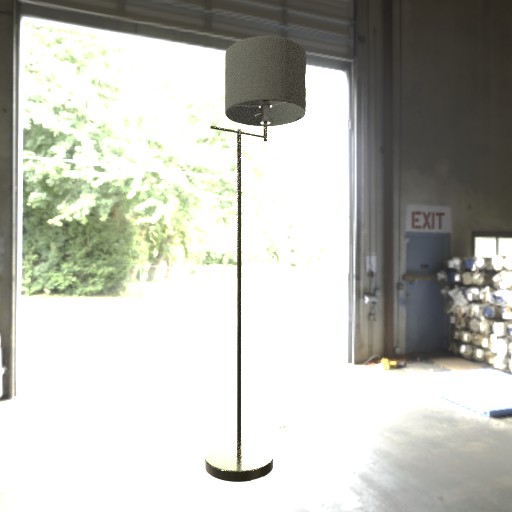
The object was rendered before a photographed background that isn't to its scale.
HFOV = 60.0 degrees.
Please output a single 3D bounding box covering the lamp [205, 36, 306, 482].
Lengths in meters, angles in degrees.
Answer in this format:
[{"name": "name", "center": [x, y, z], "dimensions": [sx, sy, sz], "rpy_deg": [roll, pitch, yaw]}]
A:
[{"name": "lamp", "center": [0.000, 0.000, 1.743], "dimensions": [0.416, 1.600, 0.324], "rpy_deg": [0, 0, -34]}]
